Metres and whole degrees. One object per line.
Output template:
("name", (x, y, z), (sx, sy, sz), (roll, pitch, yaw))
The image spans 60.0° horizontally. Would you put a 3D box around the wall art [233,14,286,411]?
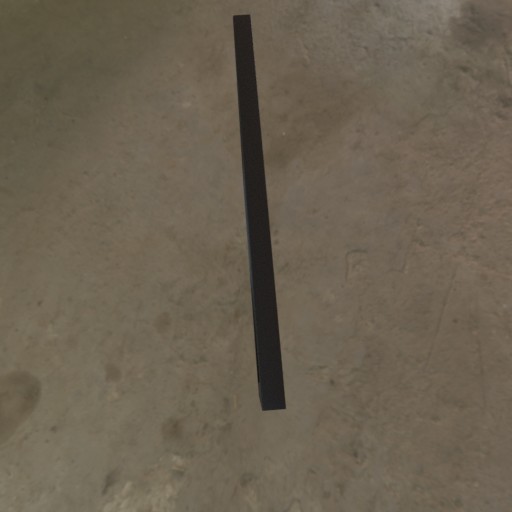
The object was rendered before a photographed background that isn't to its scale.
("wall art", (0.000, 0.000, 0.693), (0.021, 0.509, 0.430), (-4, 74, -1))
